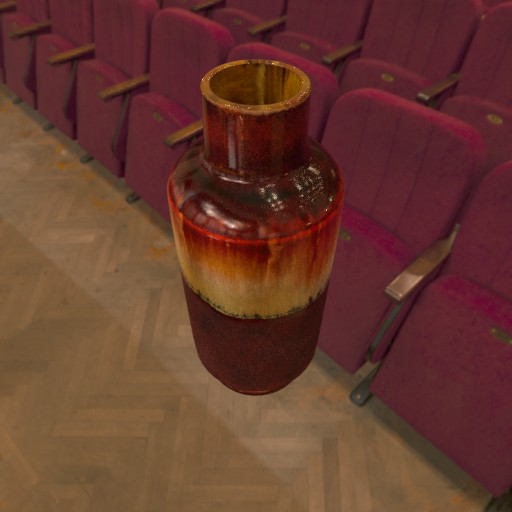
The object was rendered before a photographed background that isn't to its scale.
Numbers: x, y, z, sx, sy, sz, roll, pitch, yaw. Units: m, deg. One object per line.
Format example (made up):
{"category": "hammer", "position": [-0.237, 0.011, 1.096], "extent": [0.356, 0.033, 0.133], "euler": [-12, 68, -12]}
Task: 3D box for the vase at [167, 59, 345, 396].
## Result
{"category": "vase", "position": [0.000, 0.000, 0.323], "extent": [0.111, 0.261, 0.111], "euler": [0, 46, 0]}
